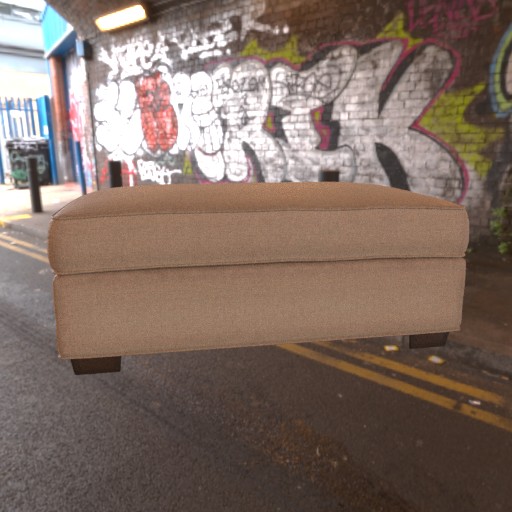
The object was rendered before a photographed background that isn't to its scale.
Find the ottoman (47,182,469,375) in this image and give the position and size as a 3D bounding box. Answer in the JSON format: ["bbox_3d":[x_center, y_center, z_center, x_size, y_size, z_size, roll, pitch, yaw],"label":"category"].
[{"bbox_3d":[0.000,0.000,1.426,1.097,0.448,0.617,-2,14,-9],"label":"ottoman"}]
